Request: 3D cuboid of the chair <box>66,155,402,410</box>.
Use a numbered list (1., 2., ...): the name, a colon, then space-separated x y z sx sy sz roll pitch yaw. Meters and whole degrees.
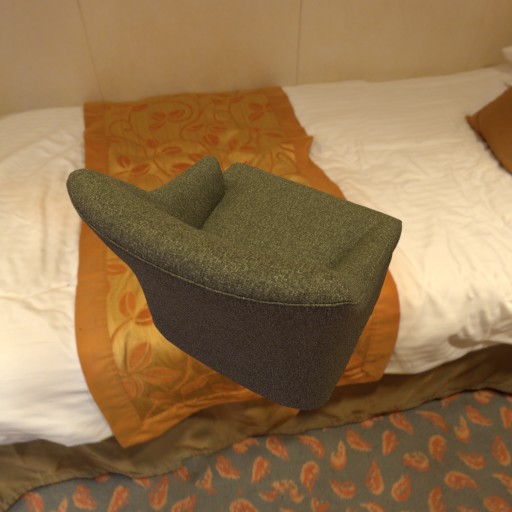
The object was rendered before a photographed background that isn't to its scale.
1. chair: 0.000 0.000 1.551 0.864 0.856 0.923 24 50 22
